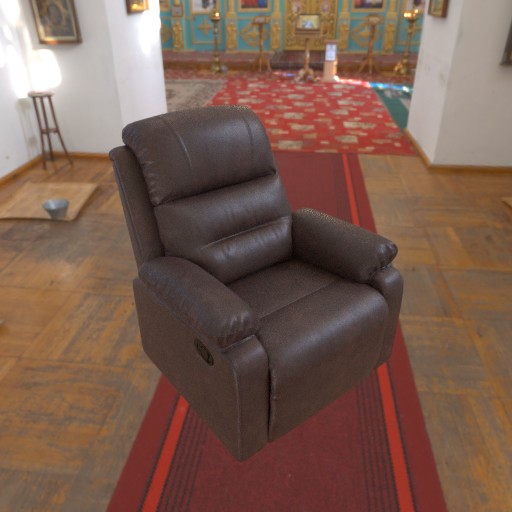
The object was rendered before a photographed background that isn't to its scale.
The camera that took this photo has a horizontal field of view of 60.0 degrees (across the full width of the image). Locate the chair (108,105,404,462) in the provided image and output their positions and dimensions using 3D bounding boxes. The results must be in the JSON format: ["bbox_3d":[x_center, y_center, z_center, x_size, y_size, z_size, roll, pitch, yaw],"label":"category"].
[{"bbox_3d":[0.000,0.000,1.704,0.855,0.992,0.919,-21,36,-33],"label":"chair"}]
